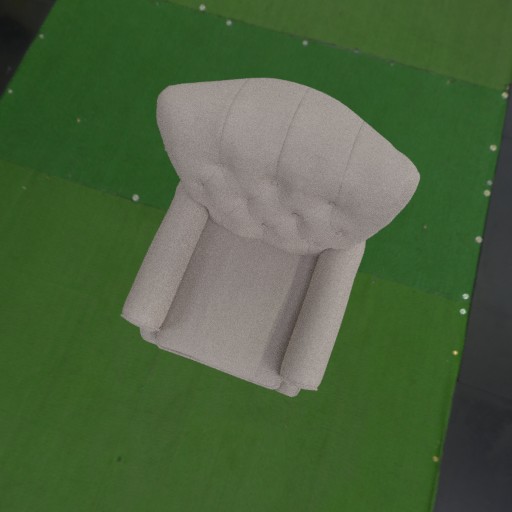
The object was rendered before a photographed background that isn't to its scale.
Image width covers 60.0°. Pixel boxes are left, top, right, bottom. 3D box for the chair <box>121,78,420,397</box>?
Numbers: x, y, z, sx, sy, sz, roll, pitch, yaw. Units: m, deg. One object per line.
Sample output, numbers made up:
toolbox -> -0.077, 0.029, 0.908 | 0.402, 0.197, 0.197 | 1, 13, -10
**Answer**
chair -> 0.000, 0.000, 1.943 | 0.942, 1.209, 1.025 | 20, 75, 6
